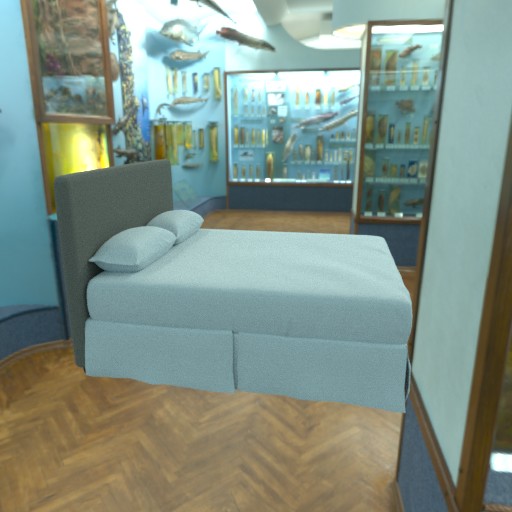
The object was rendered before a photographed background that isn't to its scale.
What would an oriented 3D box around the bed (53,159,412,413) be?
[{"bbox_3d":[0.000,0.000,3.349,2.142,1.330,1.748,3,16,10],"label":"bed"}]
